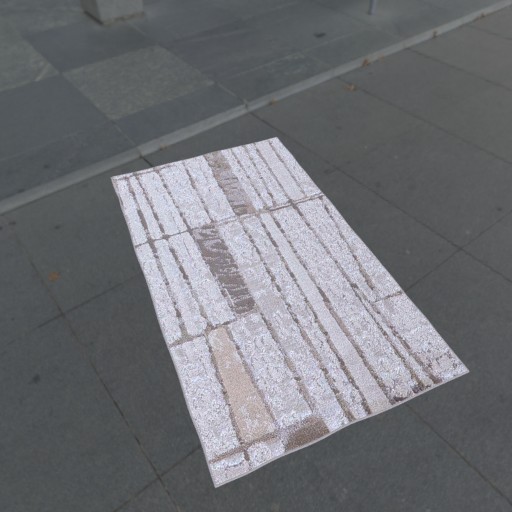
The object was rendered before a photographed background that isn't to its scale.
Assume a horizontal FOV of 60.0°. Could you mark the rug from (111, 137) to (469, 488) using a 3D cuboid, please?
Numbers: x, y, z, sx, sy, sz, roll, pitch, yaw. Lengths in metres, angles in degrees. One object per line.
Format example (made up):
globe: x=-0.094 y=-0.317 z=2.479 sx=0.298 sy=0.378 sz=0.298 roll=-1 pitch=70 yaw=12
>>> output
rug: x=0.000 y=0.000 z=1.041 sx=0.515 sy=0.007 sz=0.867 roll=-18 pitch=50 yaw=-15
